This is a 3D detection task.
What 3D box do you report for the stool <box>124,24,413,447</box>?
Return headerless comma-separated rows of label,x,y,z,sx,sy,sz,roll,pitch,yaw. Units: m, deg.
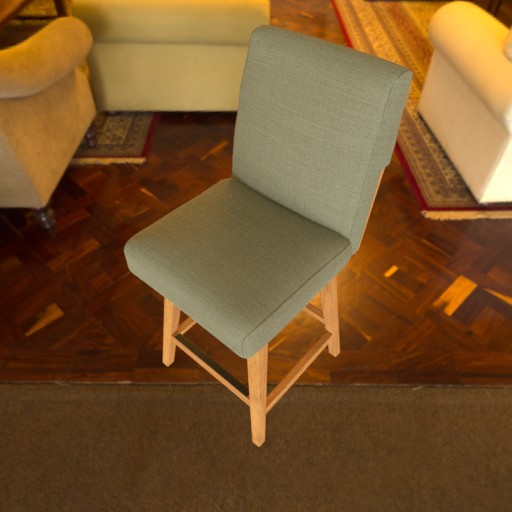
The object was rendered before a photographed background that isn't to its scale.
stool,0.000,0.000,1.248,0.459,1.019,0.570,32,54,27
